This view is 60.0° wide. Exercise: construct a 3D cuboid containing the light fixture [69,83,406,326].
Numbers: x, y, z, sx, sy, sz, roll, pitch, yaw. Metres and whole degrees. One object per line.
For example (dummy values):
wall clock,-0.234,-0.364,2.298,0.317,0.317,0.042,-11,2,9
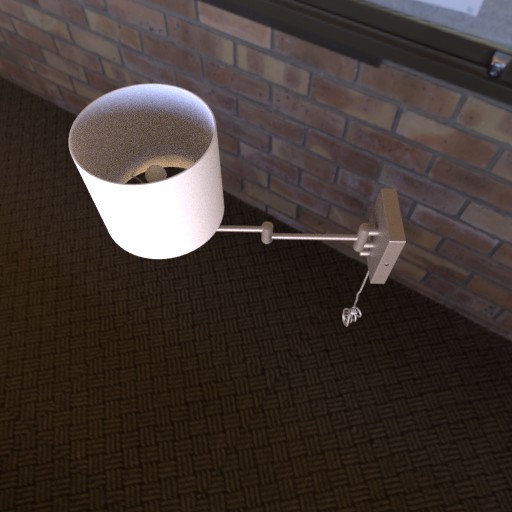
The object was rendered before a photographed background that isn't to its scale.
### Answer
light fixture,0.000,0.000,0.891,0.516,0.651,0.203,1,58,1
